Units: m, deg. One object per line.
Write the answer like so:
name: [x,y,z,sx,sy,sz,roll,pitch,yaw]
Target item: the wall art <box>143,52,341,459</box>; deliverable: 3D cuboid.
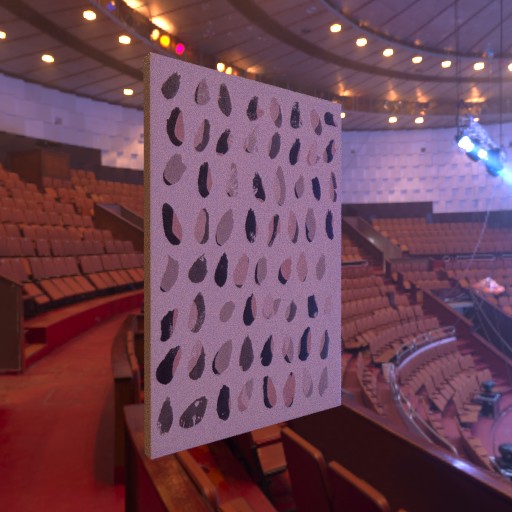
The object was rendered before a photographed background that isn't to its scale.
wall art: [0.000,0.000,1.186,0.610,0.916,0.037,0,1,-35]
